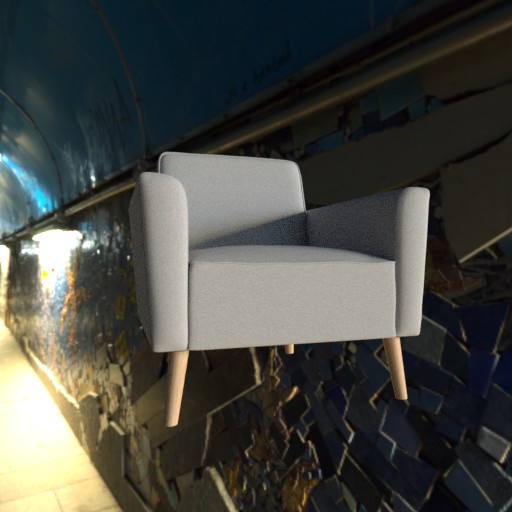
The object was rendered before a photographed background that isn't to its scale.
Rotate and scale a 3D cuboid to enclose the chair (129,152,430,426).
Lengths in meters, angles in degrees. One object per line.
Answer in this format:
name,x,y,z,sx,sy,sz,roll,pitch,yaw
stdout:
chair,0.000,0.000,1.440,0.780,0.780,0.750,0,0,-18
